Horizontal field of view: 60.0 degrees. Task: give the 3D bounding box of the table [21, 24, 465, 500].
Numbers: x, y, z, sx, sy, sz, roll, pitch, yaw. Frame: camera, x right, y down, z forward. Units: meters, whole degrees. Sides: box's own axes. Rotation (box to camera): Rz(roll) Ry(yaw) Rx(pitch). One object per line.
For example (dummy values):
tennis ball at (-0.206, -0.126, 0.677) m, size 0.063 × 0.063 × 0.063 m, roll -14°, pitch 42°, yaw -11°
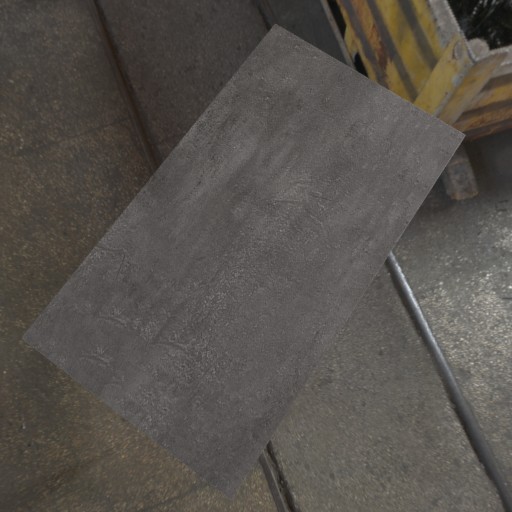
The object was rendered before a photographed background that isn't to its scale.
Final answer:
table at (0.000, 0.000, 0.897) m, size 0.400 × 0.350 × 0.700 m, roll 34°, pitch 79°, yaw 8°
